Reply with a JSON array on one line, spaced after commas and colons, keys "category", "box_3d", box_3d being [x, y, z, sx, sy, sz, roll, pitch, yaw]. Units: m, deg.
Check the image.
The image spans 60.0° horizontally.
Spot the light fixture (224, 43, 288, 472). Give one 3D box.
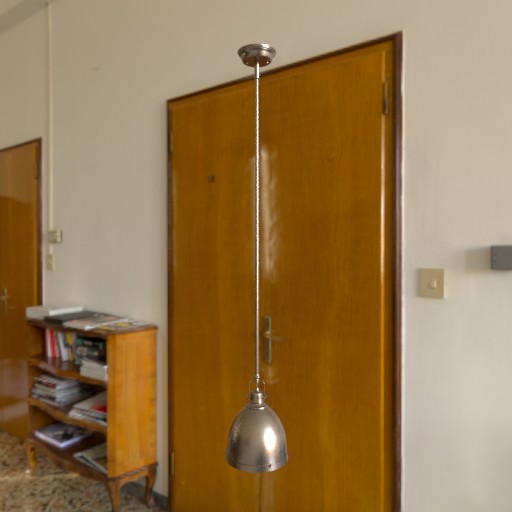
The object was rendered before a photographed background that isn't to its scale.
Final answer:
[{"category": "light fixture", "box_3d": [0.000, 0.000, 1.498, 0.217, 1.367, 0.211, 0, 1, 1]}]
